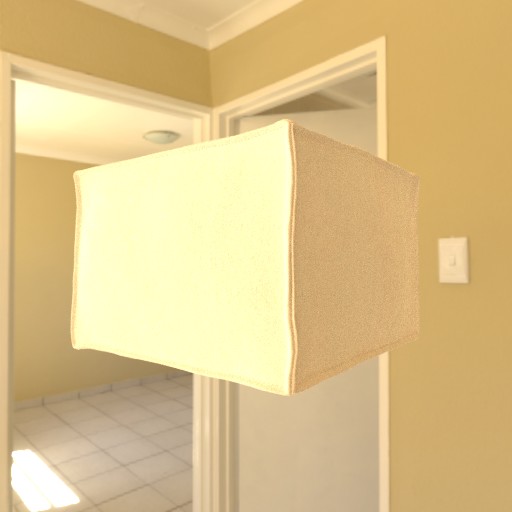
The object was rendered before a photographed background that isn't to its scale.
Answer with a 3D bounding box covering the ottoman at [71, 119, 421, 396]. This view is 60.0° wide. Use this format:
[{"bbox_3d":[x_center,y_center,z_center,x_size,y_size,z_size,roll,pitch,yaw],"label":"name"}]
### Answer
[{"bbox_3d":[0.000,0.000,1.176,0.696,0.470,0.707,0,0,37],"label":"ottoman"}]
